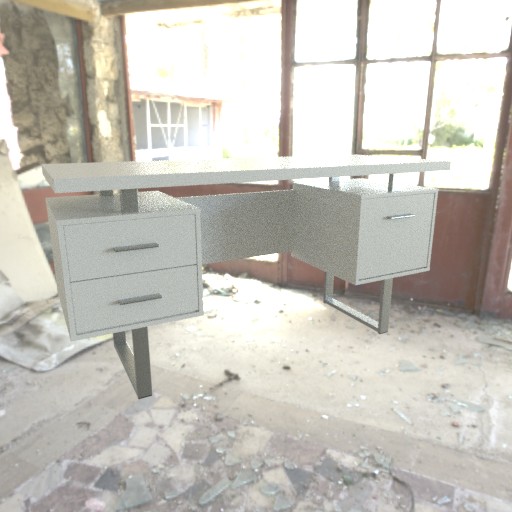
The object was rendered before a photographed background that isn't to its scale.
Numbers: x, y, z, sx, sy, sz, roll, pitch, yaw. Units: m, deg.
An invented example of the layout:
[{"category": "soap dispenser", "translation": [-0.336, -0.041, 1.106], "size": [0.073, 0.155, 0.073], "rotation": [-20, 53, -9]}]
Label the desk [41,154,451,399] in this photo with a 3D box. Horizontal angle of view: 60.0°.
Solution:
[{"category": "desk", "translation": [0.000, 0.000, 1.871], "size": [1.530, 0.773, 0.603], "rotation": [-8, 18, -27]}]
